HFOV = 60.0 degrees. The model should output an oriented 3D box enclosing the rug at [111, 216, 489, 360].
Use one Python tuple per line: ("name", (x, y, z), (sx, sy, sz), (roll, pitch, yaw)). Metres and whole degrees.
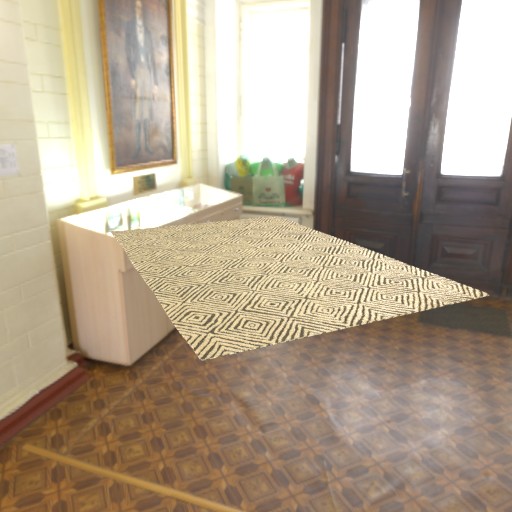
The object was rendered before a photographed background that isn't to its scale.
("rug", (0.000, 0.000, 2.227), (1.177, 0.004, 1.750), (-8, 18, -24))
